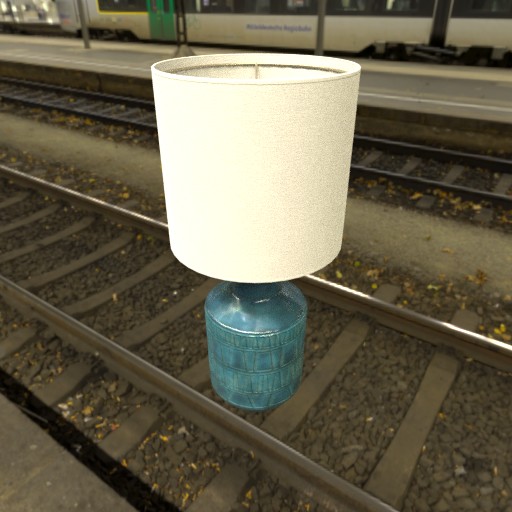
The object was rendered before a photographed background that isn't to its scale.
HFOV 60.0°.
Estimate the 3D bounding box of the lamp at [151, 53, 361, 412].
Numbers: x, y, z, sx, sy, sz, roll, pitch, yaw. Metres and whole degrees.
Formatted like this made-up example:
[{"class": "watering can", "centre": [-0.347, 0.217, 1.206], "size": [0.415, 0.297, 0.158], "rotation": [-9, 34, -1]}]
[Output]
[{"class": "lamp", "centre": [0.000, 0.000, 0.569], "size": [0.211, 0.455, 0.211], "rotation": [7, 31, 12]}]
